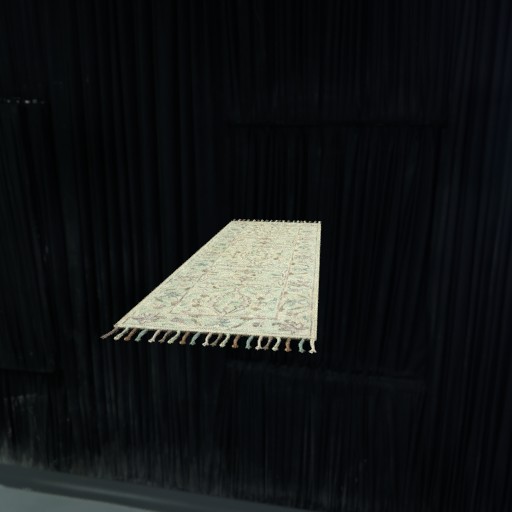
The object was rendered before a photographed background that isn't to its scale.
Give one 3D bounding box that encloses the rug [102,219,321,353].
[{"bbox_3d":[0.000,0.000,2.698,0.769,0.013,2.440,2,15,8],"label":"rug"}]
